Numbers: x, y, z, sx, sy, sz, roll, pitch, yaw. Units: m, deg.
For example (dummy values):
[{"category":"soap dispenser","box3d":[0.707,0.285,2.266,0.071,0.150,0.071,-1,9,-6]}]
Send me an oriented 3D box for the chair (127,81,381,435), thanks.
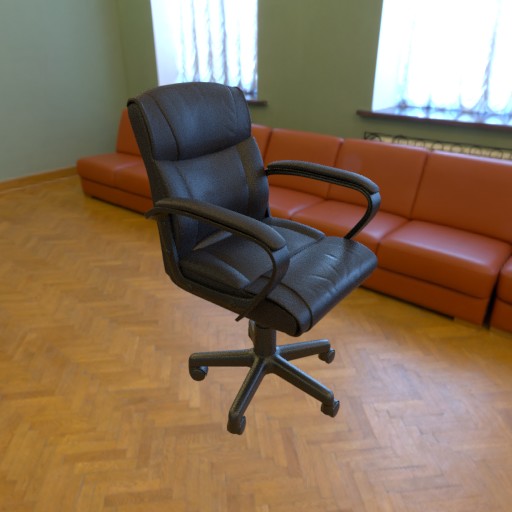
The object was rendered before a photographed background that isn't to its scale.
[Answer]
[{"category":"chair","box3d":[0.000,0.000,1.404,0.641,0.998,0.576,19,31,33]}]
